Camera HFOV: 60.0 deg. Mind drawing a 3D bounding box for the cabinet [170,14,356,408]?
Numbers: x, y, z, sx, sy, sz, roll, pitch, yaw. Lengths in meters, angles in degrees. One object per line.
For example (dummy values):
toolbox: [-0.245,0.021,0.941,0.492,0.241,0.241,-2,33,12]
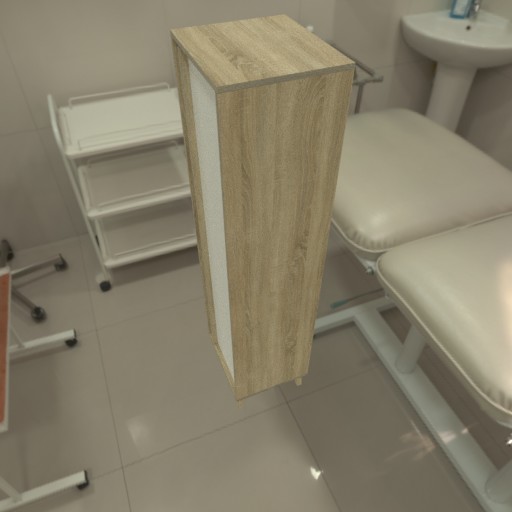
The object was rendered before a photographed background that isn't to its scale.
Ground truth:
cabinet: [0.000,0.000,2.153,0.450,1.960,0.510,-16,47,-16]
